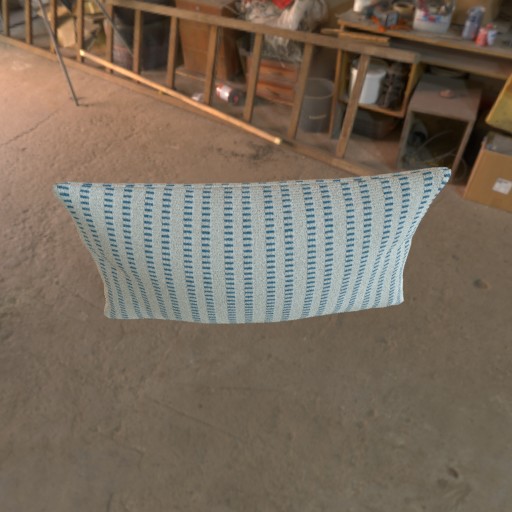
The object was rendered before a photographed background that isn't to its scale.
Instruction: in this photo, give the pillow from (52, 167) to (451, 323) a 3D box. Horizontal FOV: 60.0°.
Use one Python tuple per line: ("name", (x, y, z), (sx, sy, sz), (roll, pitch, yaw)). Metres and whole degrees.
("pillow", (0.000, 0.000, 0.817), (0.640, 0.353, 0.210), (-3, 47, -2))
